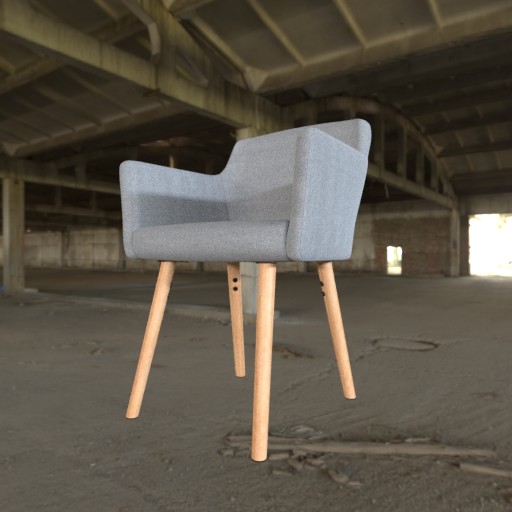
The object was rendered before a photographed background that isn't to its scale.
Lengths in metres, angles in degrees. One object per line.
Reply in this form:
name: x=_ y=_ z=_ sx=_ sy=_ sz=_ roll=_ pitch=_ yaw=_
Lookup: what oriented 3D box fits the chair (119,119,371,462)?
chair: x=0.000 y=0.000 z=1.170 sx=0.570 sy=0.780 sz=0.540 roll=0 pitch=0 yaw=35
